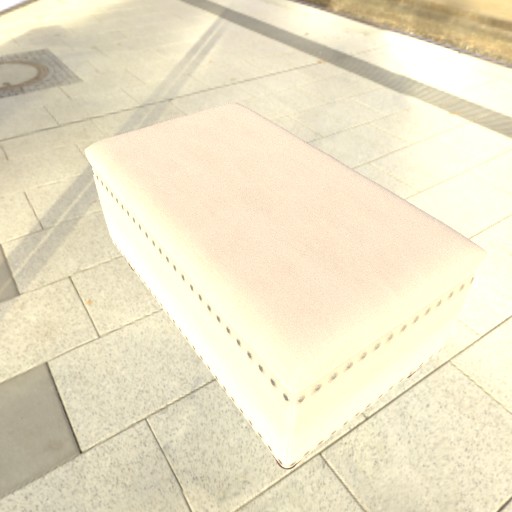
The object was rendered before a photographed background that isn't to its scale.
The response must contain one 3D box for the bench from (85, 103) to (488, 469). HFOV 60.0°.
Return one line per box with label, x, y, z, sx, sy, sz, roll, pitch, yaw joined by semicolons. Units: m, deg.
bench;0.000;0.000;1.159;0.500;0.449;0.887;-26;48;-26
